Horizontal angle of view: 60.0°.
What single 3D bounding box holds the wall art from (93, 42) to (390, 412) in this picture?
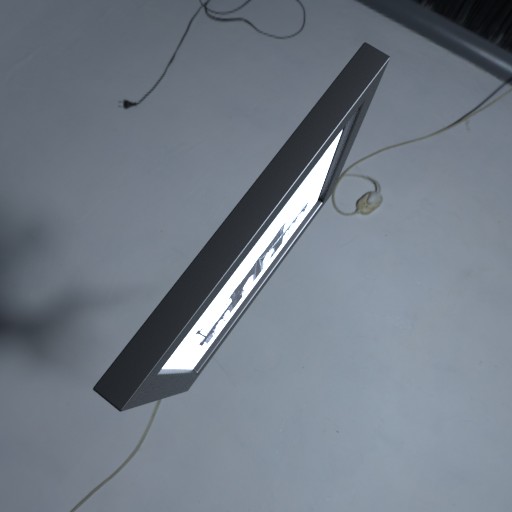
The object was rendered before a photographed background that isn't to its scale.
[{"bbox_3d":[0.000,0.000,0.528,0.028,0.330,0.380,35,78,8],"label":"wall art"}]
